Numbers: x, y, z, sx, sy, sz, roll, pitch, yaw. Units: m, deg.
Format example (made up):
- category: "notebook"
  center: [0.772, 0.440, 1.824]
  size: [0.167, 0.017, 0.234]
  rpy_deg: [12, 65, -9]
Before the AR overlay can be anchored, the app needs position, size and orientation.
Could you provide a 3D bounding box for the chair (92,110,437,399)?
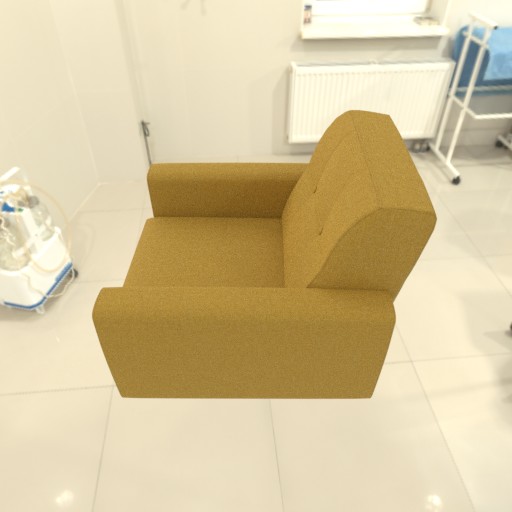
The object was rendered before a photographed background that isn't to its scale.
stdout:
- category: "chair"
  center: [0.000, 0.000, 1.555]
  size: [0.909, 0.841, 0.831]
  rpy_deg: [1, 41, 1]
